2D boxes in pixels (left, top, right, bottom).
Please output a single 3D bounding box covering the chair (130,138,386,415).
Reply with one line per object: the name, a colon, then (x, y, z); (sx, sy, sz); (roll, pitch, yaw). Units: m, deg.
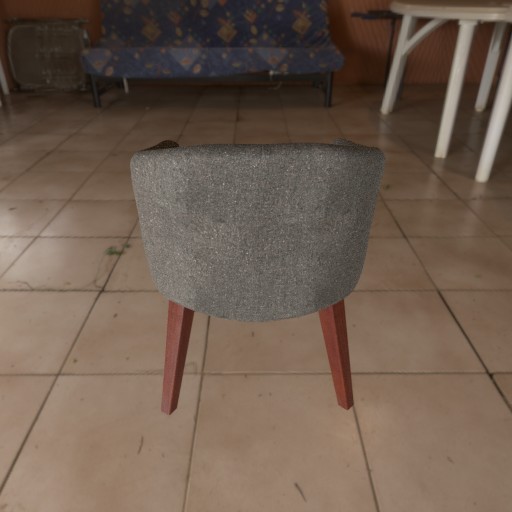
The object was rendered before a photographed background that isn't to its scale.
chair: (0.000, 0.000, 1.236); (0.583, 0.811, 0.655); (-1, 31, -1)
